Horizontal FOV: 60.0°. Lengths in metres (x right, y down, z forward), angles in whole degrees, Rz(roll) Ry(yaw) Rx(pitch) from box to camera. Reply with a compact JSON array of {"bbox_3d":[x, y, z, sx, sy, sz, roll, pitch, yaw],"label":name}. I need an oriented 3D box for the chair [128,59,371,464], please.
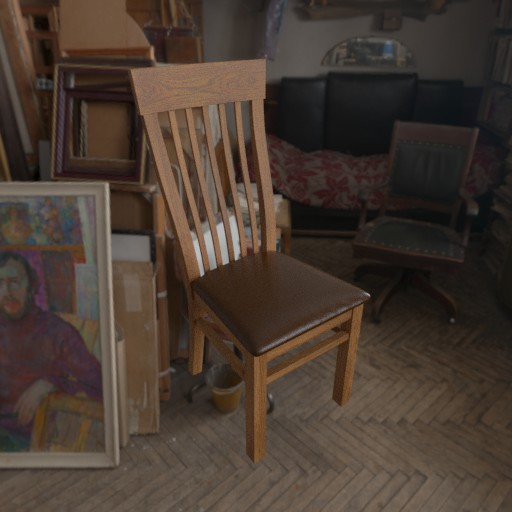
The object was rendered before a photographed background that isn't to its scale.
[{"bbox_3d":[0.000,0.000,1.368,0.450,1.050,0.580,-20,35,-31],"label":"chair"}]
